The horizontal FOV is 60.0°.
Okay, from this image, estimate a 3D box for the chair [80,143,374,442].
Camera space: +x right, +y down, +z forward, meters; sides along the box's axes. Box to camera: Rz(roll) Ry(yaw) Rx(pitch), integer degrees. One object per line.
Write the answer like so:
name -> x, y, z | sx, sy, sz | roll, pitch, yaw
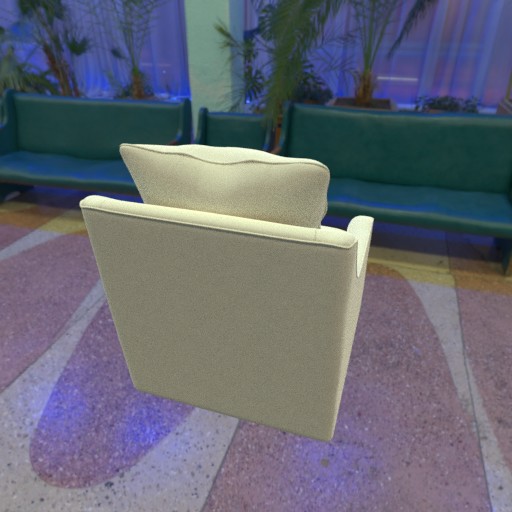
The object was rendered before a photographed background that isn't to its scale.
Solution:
chair -> 0.000, 0.000, 1.610 | 0.756, 0.965, 0.876 | 10, 32, 16
